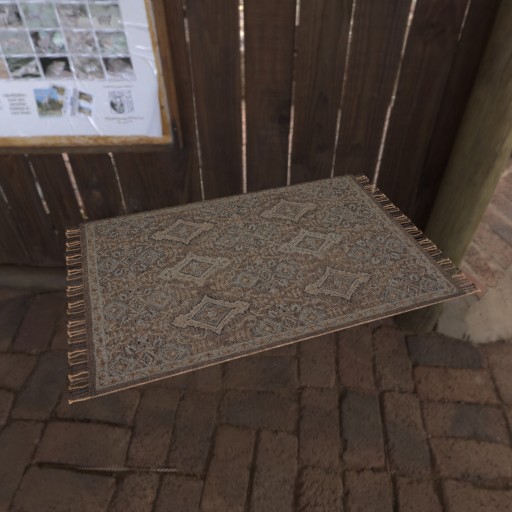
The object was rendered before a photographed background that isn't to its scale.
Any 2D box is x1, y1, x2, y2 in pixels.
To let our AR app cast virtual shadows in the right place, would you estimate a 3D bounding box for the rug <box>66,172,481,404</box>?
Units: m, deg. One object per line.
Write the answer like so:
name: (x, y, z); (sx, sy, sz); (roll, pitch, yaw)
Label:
rug: (0.000, 0.000, 2.999); (2.434, 0.010, 1.516); (-12, 42, -14)
